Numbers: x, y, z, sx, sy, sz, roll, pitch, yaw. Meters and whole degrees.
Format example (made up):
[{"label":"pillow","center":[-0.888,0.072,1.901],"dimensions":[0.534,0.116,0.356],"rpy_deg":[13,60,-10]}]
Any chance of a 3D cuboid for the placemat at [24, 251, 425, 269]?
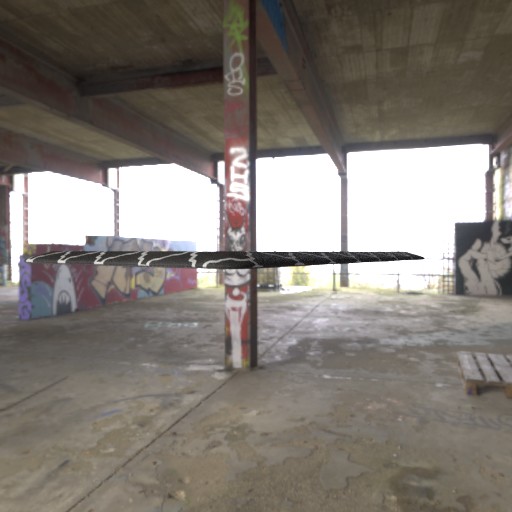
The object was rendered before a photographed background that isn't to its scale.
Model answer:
[{"label":"placemat","center":[0.000,0.000,0.950],"dimensions":[0.508,0.021,0.762],"rpy_deg":[0,1,37]}]
